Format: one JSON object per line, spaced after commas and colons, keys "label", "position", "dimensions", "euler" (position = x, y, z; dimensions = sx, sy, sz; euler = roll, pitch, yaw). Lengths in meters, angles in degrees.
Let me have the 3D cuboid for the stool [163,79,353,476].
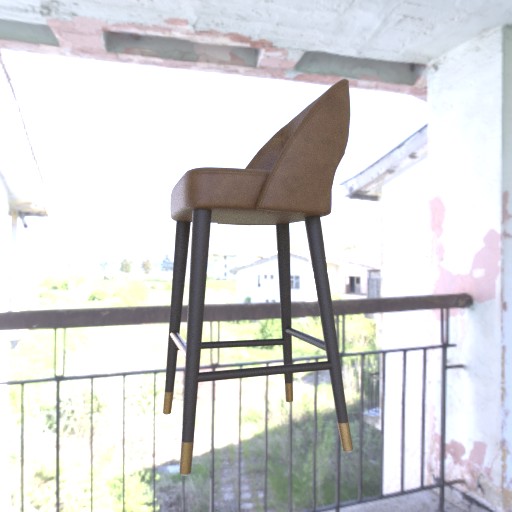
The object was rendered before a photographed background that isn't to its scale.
{"label": "stool", "position": [0.000, 0.000, 1.329], "dimensions": [0.509, 1.037, 0.494], "euler": [0, -1, -17]}
